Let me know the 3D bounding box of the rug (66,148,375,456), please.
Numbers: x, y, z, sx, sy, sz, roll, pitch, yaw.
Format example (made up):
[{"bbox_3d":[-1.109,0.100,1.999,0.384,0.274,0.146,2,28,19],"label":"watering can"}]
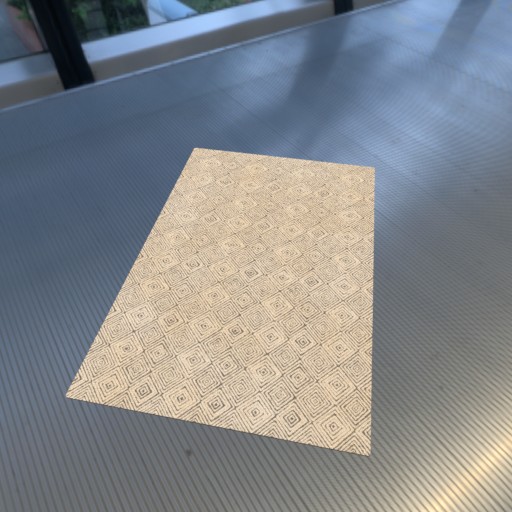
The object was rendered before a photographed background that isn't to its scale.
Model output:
[{"bbox_3d":[0.000,0.000,2.260,1.175,0.008,1.783,8,47,8],"label":"rug"}]
